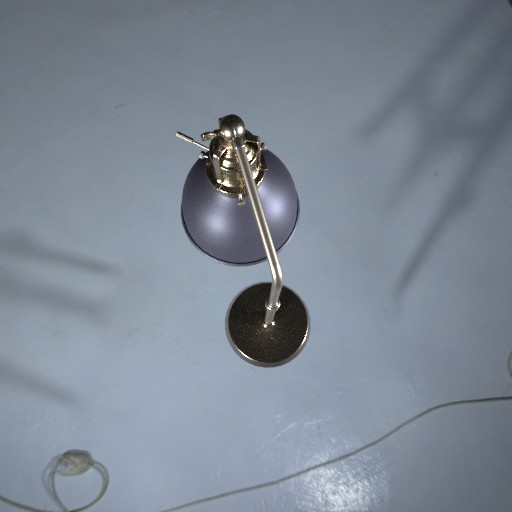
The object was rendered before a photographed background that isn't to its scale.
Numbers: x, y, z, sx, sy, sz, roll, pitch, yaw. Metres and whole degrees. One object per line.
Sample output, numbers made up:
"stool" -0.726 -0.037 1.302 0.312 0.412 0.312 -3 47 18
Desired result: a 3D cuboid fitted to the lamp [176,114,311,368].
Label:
"lamp" 0.000 0.000 0.589 0.160 0.456 0.291 -18 76 -5
